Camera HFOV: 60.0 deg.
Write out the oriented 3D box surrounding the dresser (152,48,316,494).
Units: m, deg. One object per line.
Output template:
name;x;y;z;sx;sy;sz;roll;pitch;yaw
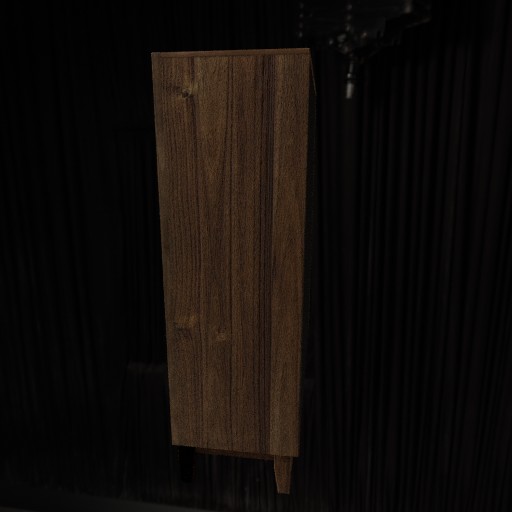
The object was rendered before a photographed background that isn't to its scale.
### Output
dresser;0.000;0.000;1.860;0.442;1.393;1.062;2;14;8
